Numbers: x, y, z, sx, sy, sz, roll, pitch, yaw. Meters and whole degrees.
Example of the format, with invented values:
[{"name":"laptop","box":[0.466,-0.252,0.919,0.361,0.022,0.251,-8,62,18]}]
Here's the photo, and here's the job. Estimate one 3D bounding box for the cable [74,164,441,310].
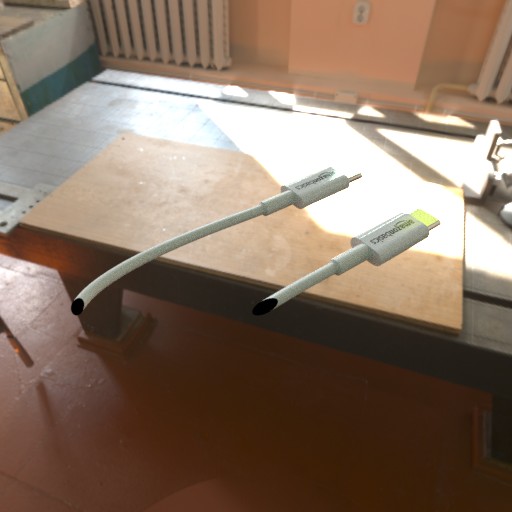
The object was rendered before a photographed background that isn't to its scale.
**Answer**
[{"name":"cable","box":[0.000,0.000,0.113,0.098,0.005,0.041,-26,48,-26]}]
